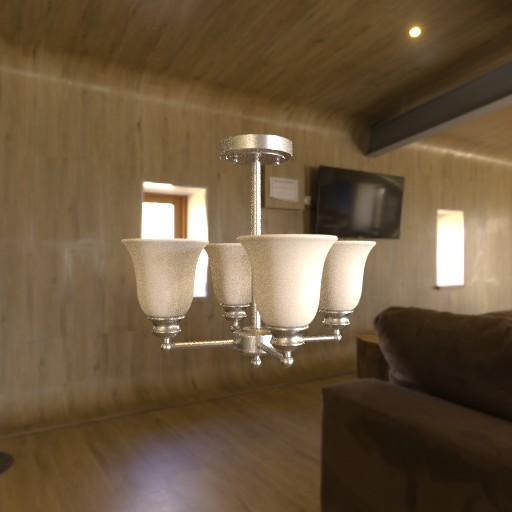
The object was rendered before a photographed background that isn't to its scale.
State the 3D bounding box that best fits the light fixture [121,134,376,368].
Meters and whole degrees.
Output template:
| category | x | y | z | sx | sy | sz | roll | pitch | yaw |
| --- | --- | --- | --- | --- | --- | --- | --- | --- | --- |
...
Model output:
| category | x | y | z | sx | sy | sz | roll | pitch | yaw |
| --- | --- | --- | --- | --- | --- | --- | --- | --- | --- |
| light fixture | 0.000 | 0.000 | 0.734 | 0.427 | 0.370 | 0.427 | 0 | -1 | -16 |
